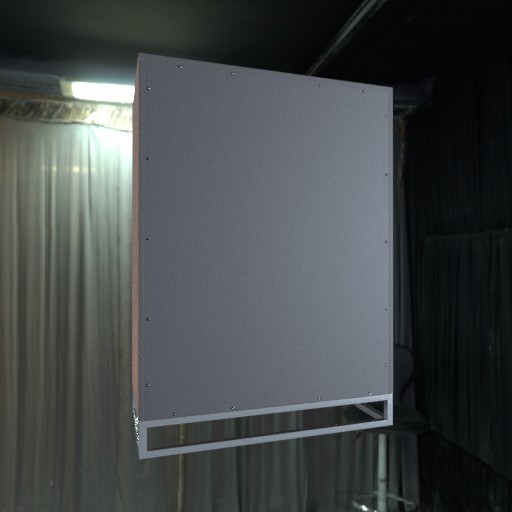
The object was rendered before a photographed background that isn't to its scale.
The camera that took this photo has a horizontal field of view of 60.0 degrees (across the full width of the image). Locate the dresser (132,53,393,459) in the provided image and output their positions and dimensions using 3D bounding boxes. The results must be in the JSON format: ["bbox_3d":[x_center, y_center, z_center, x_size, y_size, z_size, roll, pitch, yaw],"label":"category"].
[{"bbox_3d":[0.000,0.000,1.827,0.965,1.321,0.508,0,0,-18],"label":"dresser"}]
